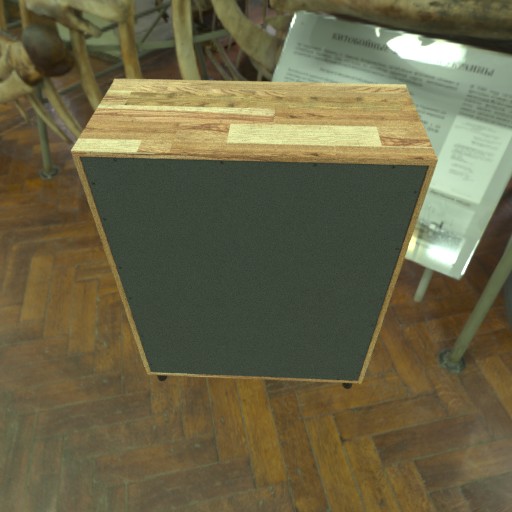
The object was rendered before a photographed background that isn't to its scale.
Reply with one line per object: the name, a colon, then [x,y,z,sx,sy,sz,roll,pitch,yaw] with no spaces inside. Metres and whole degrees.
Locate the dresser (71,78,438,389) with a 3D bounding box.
dresser: [0.000,0.000,1.772,0.966,1.243,0.480,2,46,2]
